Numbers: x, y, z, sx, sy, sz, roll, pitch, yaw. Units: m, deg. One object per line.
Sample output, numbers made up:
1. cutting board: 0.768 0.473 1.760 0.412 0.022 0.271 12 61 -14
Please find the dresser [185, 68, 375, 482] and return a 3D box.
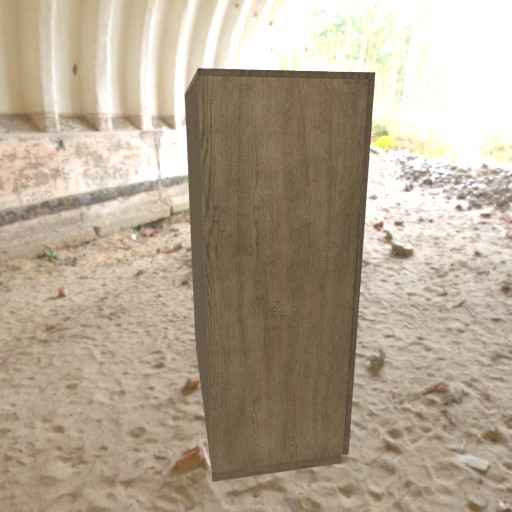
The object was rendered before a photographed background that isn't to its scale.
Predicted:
1. dresser: 0.000 0.000 1.801 0.483 1.295 0.967 -3 17 -10
